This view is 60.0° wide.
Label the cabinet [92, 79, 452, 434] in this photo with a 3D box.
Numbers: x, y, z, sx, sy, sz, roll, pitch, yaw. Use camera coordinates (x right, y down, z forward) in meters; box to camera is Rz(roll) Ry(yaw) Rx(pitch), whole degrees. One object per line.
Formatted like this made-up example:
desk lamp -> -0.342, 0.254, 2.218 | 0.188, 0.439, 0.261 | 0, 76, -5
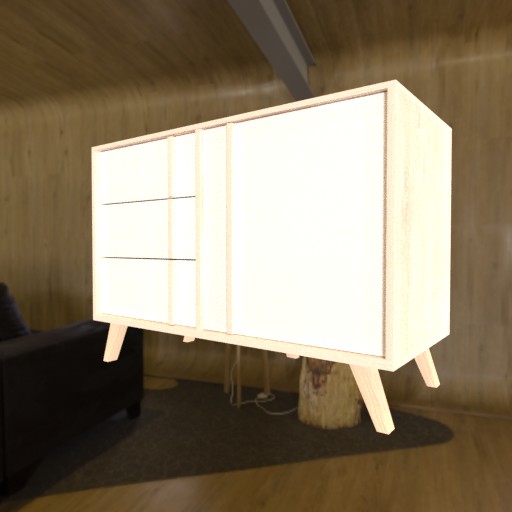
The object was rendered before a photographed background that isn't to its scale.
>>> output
cabinet -> 0.000, 0.000, 1.486 | 1.110, 0.780, 0.500 | 1, 2, 36
